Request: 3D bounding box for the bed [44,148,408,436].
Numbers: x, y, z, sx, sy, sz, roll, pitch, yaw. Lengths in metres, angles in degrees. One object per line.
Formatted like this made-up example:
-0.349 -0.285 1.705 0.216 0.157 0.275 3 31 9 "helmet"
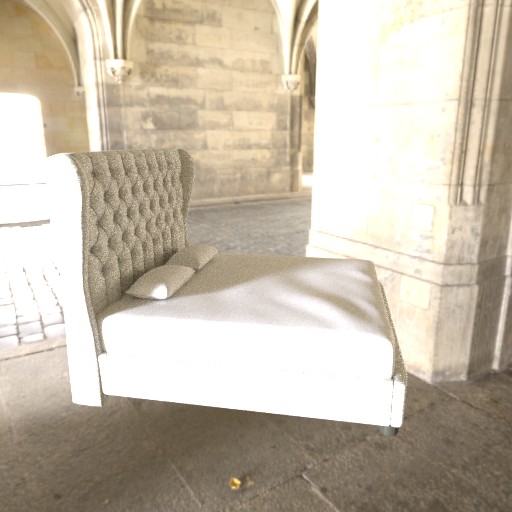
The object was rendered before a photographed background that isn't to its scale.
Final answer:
0.000 0.000 3.817 2.347 1.771 2.219 3 15 10 "bed"
